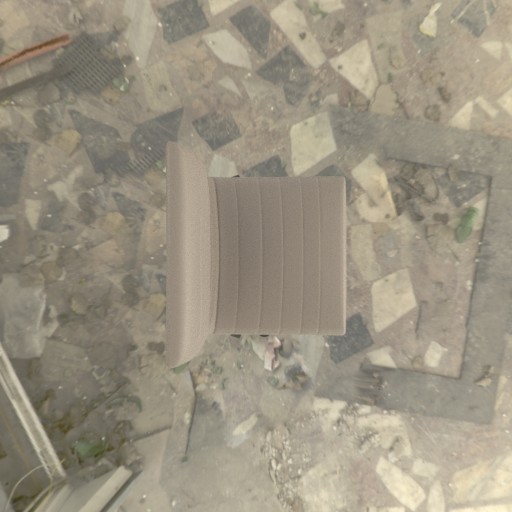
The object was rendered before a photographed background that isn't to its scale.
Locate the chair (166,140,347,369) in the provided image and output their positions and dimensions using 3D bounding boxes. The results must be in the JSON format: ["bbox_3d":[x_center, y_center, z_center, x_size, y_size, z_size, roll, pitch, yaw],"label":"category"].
[{"bbox_3d":[0.000,0.000,1.136,0.530,0.780,0.556,0,90,-1],"label":"chair"}]
